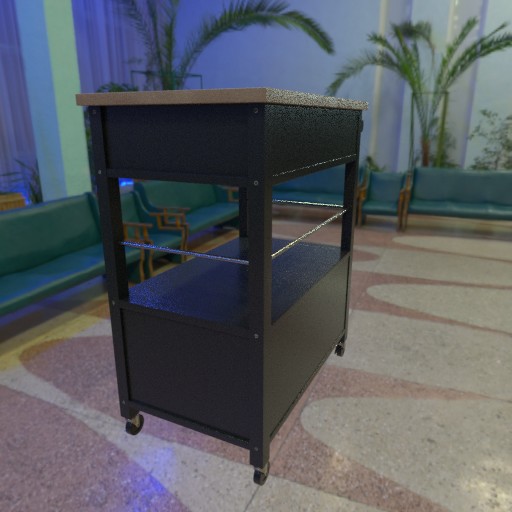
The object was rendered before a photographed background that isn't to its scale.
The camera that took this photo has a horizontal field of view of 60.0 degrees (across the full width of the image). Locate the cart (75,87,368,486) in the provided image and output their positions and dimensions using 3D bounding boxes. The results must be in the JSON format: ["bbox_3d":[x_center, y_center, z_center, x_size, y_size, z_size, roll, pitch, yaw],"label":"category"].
[{"bbox_3d":[0.000,0.000,1.351,0.459,0.901,0.840,8,19,25],"label":"cart"}]
